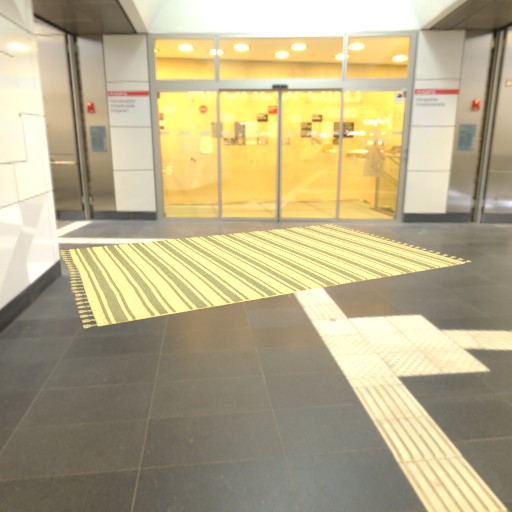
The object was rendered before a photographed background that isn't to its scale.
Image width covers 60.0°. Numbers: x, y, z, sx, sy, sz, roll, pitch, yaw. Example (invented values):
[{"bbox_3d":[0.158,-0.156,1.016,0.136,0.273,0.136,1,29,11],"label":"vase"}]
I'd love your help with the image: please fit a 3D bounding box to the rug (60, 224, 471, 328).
[{"bbox_3d":[0.000,0.000,3.058,2.410,0.011,1.539,-7,16,-26],"label":"rug"}]
